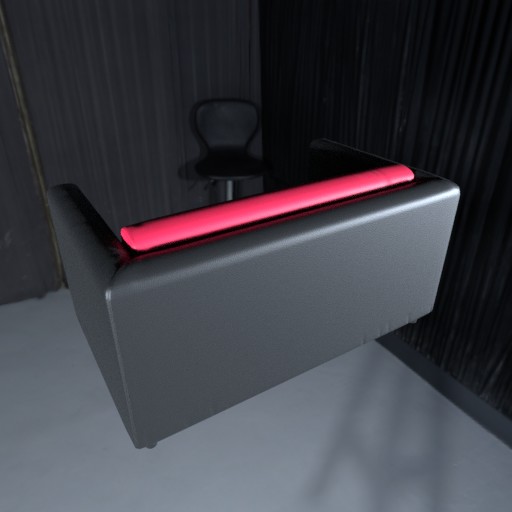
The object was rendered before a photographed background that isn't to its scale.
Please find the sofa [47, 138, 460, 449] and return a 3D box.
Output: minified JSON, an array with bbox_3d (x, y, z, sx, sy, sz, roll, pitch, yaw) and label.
[{"bbox_3d":[0.000,0.000,1.880,1.410,0.735,0.845,-17,34,-27],"label":"sofa"}]
